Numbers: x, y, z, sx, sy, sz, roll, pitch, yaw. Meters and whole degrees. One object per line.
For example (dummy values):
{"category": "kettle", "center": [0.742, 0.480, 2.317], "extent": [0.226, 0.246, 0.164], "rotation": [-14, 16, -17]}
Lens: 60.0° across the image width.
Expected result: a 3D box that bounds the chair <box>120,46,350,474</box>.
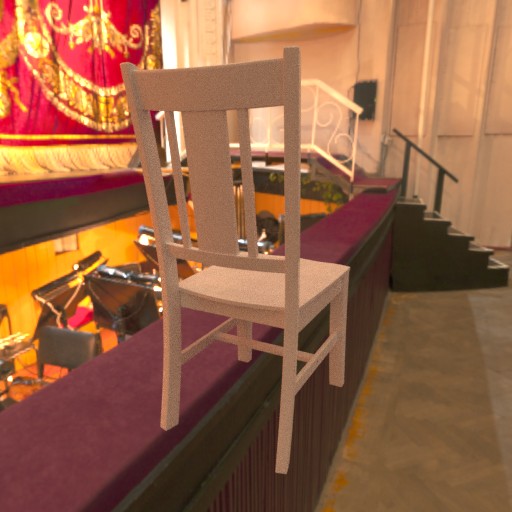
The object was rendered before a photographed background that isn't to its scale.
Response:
{"category": "chair", "center": [0.000, 0.000, 1.279], "extent": [0.450, 0.998, 0.555], "rotation": [8, 17, 27]}
